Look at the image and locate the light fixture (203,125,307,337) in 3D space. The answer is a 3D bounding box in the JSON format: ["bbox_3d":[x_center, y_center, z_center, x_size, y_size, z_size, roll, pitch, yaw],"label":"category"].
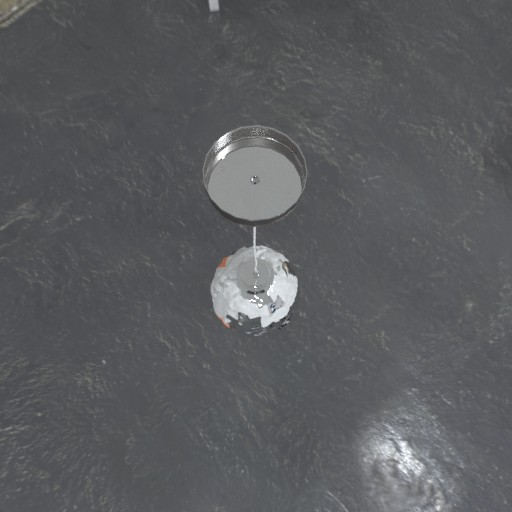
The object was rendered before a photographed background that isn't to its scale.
[{"bbox_3d":[0.000,0.000,1.797,0.496,1.511,0.500,20,75,6],"label":"light fixture"}]
